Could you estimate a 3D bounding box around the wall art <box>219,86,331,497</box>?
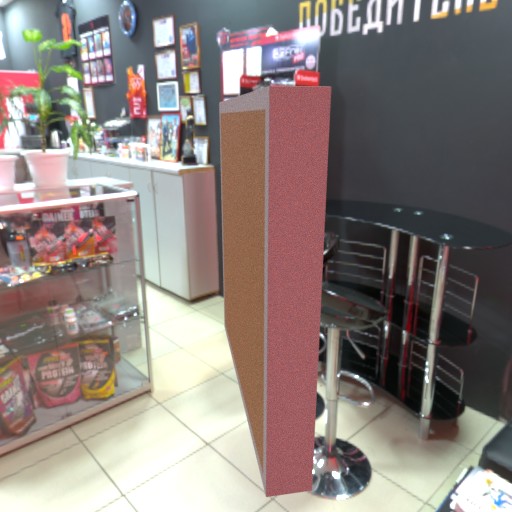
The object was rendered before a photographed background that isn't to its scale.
[{"bbox_3d":[0.000,0.000,0.451,0.038,0.305,0.305,-3,18,-10],"label":"wall art"}]
